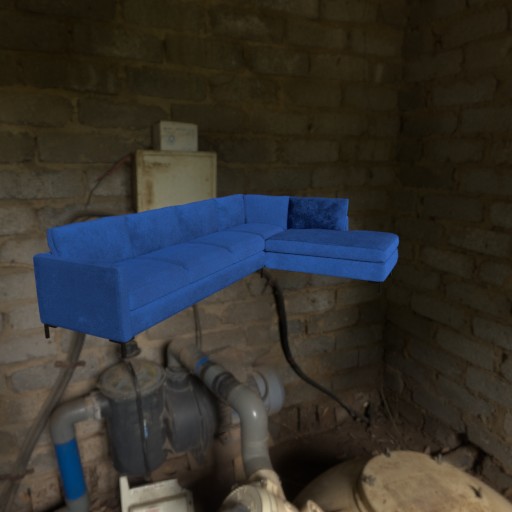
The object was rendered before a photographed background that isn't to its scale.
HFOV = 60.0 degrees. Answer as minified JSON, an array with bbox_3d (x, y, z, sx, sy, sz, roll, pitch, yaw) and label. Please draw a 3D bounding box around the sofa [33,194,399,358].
[{"bbox_3d":[0.000,0.000,3.300,1.707,0.687,2.486,6,15,25],"label":"sofa"}]
